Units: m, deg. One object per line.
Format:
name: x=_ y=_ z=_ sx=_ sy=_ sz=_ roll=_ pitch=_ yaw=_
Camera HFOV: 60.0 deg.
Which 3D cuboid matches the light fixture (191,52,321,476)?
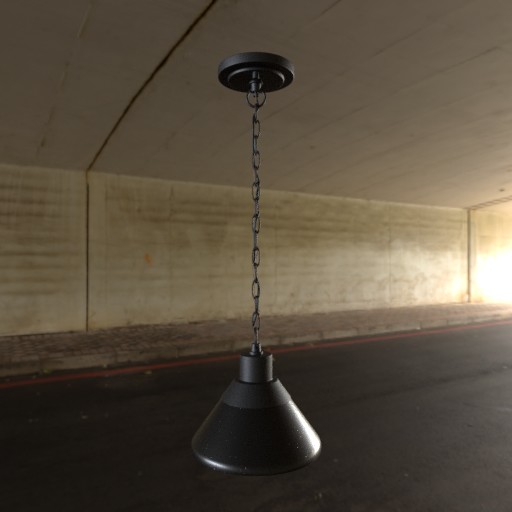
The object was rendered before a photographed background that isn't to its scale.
light fixture: x=0.000 y=0.000 z=0.694 sx=0.201 sy=0.588 sz=0.201 roll=0 pitch=-1 yaw=1
